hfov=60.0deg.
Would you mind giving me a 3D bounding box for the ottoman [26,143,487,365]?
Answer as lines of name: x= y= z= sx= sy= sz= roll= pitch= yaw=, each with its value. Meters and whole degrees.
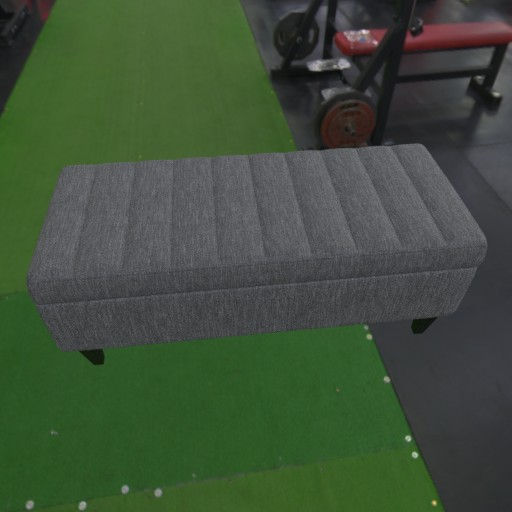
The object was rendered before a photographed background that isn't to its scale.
ottoman: x=0.000 y=0.000 z=1.376 sx=1.151 sy=0.469 sz=0.482 roll=-5 pitch=47 yaw=-4
